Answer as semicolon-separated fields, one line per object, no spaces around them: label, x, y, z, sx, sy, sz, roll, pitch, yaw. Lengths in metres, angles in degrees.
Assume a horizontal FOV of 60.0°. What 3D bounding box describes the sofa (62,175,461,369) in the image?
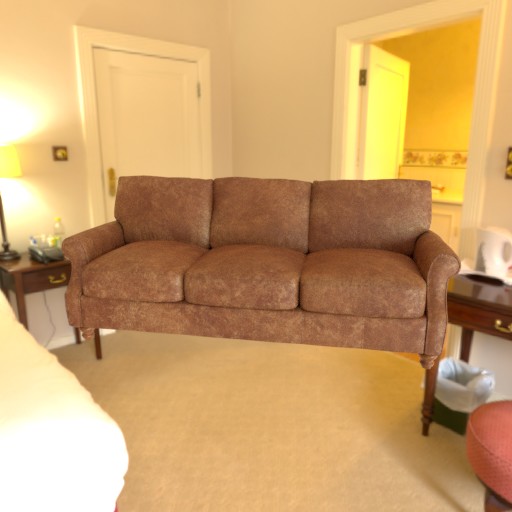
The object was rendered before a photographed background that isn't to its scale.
sofa;0.000;0.000;2.885;2.351;0.977;0.973;3;14;10
